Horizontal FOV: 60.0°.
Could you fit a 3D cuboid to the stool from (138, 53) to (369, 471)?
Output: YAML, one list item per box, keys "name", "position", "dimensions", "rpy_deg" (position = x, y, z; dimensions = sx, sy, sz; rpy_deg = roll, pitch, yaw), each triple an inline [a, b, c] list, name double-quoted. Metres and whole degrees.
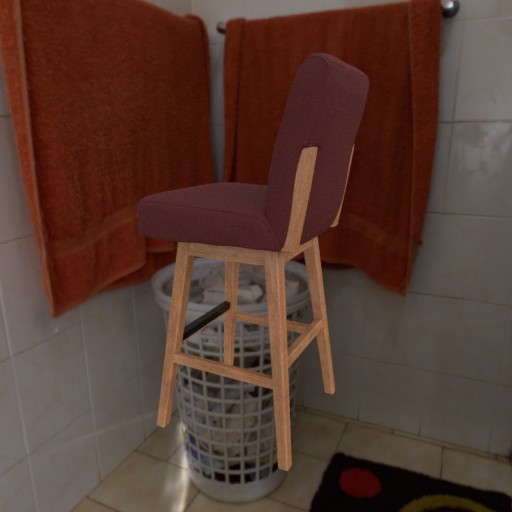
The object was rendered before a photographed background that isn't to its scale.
- name: "stool"
  position: [0.000, 0.000, 1.389]
  dimensions: [0.562, 1.093, 0.468]
  rpy_deg: [8, 17, 25]
